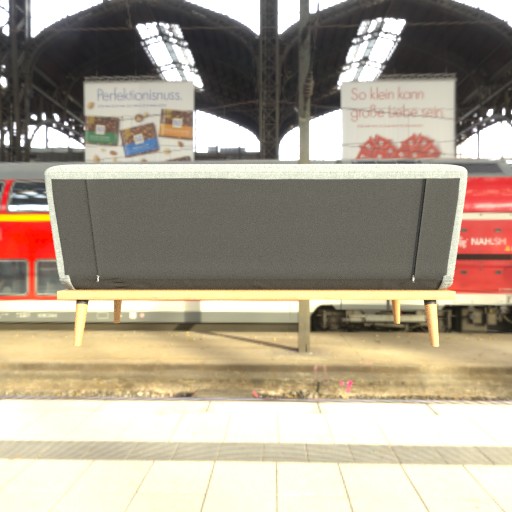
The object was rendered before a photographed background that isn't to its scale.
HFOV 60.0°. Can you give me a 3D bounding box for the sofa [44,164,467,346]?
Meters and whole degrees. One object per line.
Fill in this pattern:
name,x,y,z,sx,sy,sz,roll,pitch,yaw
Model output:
sofa,0.000,0.000,2.252,1.820,0.800,0.800,0,0,0
